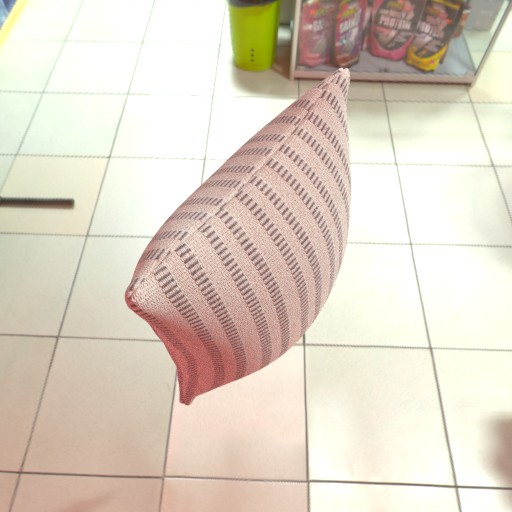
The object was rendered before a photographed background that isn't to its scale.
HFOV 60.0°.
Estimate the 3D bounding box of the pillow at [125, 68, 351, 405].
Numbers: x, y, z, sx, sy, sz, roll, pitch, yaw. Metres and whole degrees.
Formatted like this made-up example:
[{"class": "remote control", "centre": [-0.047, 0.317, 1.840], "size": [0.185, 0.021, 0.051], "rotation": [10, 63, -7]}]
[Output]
[{"class": "pillow", "centre": [0.000, 0.000, 0.690], "size": [0.247, 0.419, 0.438], "rotation": [31, 63, 18]}]
